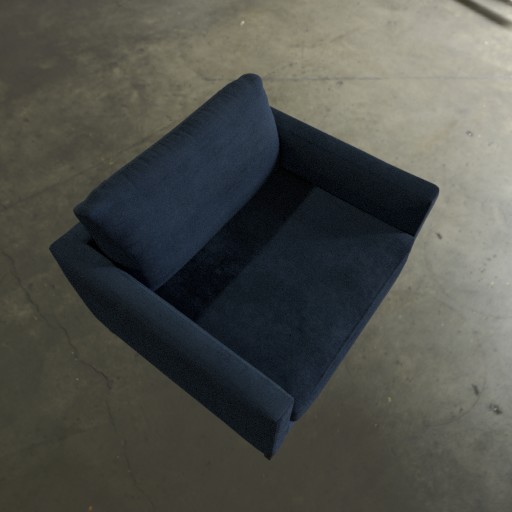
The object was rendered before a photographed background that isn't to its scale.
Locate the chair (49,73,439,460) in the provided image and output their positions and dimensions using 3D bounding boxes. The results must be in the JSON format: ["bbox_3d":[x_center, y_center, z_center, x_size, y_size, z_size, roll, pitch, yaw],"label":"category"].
[{"bbox_3d":[0.000,0.000,1.561,0.875,0.812,0.964,32,62,19],"label":"chair"}]
